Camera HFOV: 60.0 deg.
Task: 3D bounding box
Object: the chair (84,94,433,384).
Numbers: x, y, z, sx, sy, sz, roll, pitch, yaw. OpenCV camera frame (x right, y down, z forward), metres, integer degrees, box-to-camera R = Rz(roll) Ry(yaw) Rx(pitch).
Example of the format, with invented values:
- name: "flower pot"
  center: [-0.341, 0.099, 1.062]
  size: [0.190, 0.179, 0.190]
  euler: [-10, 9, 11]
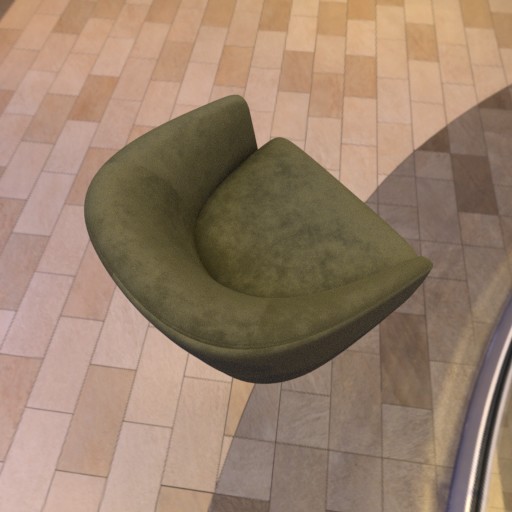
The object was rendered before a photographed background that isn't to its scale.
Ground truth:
- name: "chair"
  center: [0.000, 0.000, 1.316]
  size: [0.767, 0.698, 0.773]
  euler: [-35, 65, -18]
